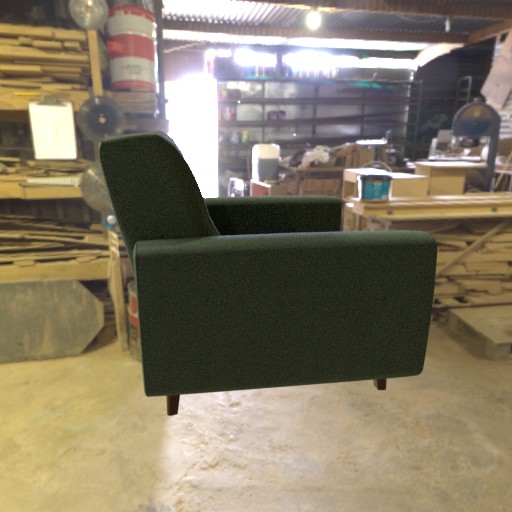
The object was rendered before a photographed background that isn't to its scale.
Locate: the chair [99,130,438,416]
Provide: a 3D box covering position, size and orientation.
[{"bbox_3d":[0.000,0.000,1.543,0.909,0.841,0.831,-3,16,-11],"label":"chair"}]
